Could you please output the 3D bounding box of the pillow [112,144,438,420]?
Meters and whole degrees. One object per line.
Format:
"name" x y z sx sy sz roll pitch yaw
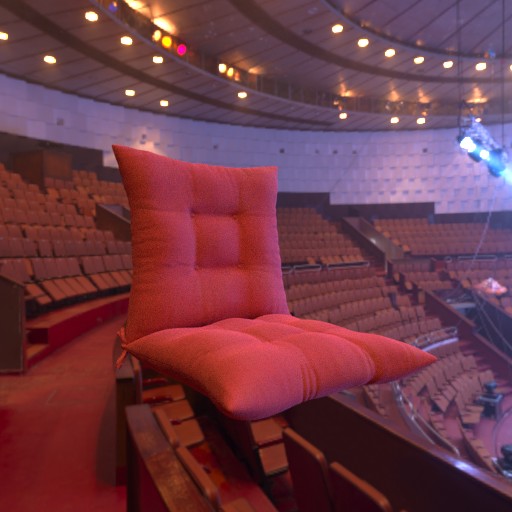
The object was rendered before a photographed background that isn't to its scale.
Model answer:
"pillow" 0.000 0.000 1.001 0.541 0.536 0.585 0 1 -35
